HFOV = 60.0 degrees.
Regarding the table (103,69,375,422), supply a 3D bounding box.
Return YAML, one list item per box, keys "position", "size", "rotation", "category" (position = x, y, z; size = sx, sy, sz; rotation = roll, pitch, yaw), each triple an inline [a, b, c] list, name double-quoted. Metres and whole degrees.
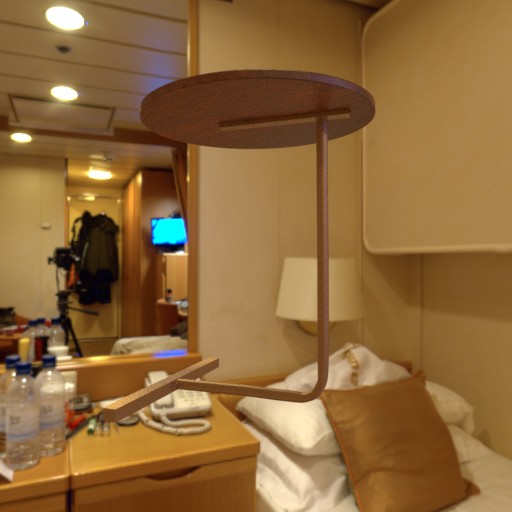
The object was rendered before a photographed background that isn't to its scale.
- position: [0.000, 0.000, 1.106]
  size: [0.577, 0.706, 0.530]
  rotation: [0, -1, 20]
  category: "table"
